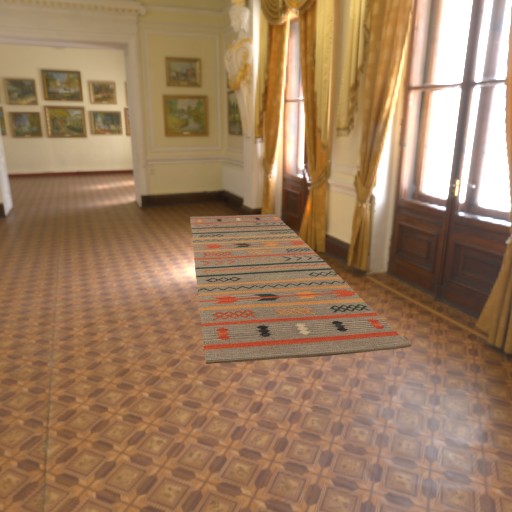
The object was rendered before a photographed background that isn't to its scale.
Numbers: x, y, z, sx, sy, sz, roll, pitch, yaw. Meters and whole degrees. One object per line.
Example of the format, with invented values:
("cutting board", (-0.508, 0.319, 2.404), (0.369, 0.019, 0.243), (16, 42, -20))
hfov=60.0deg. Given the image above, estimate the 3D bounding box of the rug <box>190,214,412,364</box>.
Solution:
("rug", (0.000, 0.000, 2.675), (0.744, 0.022, 2.419), (-3, 17, -9))
